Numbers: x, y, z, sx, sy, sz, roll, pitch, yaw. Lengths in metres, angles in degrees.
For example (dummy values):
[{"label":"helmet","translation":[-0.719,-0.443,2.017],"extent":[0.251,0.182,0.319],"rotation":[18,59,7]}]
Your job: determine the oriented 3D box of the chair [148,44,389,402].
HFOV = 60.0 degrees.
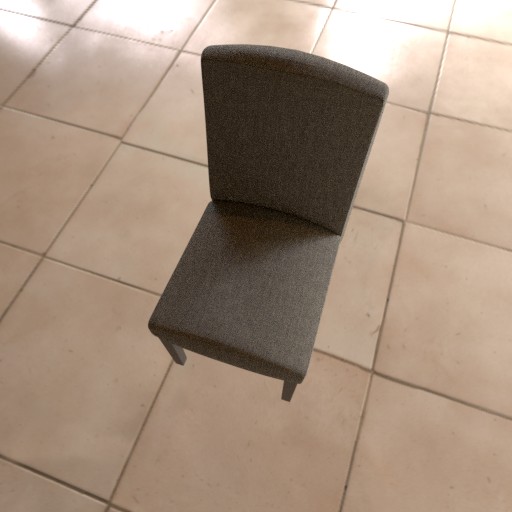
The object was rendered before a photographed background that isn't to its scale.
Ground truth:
[{"label":"chair","translation":[0.000,0.000,1.252],"extent":[0.451,0.917,0.580],"rotation":[16,62,9]}]
